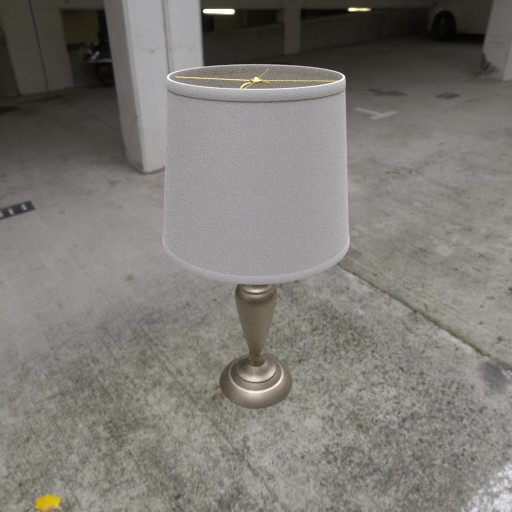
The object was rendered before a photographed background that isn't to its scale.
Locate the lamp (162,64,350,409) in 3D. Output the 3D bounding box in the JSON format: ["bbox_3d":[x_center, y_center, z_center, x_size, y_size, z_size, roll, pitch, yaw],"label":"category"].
[{"bbox_3d":[0.000,0.000,0.811,0.328,0.619,0.328,0,30,0],"label":"lamp"}]
